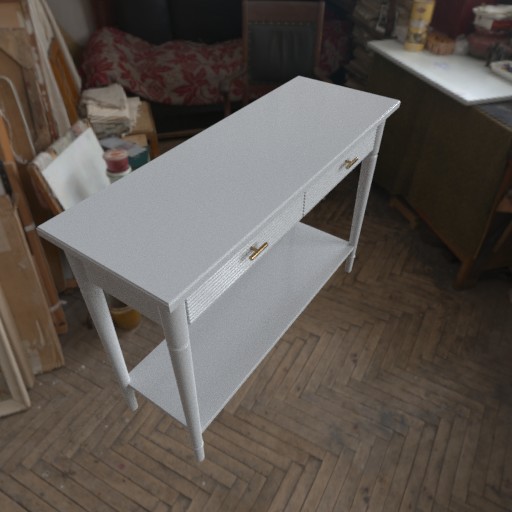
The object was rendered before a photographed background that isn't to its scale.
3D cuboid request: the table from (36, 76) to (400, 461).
[{"bbox_3d":[0.000,0.000,1.422,0.381,0.749,1.067,25,48,25],"label":"table"}]
